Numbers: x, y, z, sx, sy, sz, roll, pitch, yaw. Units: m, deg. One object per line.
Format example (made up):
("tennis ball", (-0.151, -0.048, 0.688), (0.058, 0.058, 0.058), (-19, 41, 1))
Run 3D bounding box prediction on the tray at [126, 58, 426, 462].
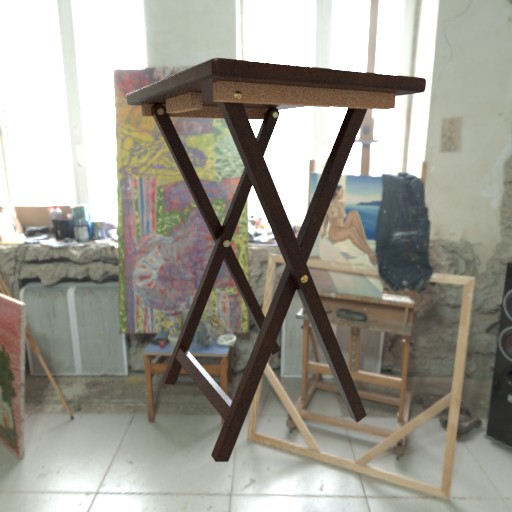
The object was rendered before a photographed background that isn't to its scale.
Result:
("tray", (0.000, 0.000, 0.921), (0.381, 0.660, 0.483), (-8, 16, -28))
